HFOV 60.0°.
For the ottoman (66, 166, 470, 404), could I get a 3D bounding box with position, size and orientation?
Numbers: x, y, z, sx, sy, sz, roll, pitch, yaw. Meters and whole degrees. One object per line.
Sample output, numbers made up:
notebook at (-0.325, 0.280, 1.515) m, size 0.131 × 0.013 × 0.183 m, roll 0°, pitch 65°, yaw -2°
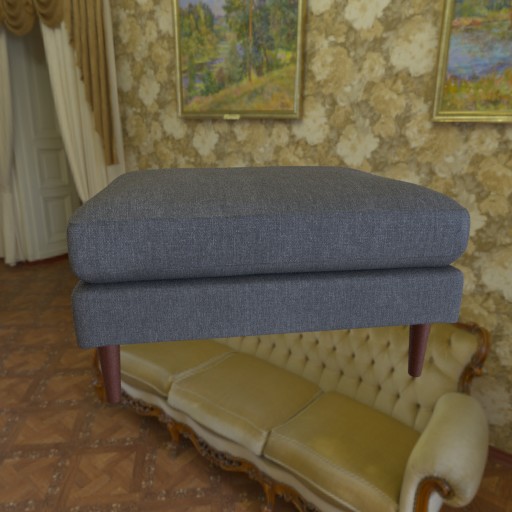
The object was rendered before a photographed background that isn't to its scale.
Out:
ottoman at (0.000, 0.000, 1.224) m, size 0.821 × 0.474 × 0.693 m, roll -2°, pitch 16°, yaw -8°
